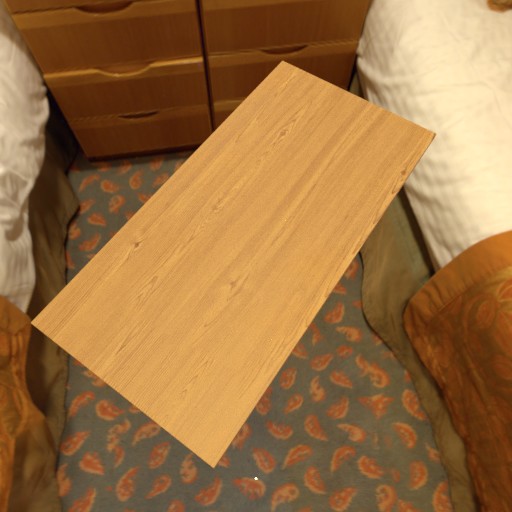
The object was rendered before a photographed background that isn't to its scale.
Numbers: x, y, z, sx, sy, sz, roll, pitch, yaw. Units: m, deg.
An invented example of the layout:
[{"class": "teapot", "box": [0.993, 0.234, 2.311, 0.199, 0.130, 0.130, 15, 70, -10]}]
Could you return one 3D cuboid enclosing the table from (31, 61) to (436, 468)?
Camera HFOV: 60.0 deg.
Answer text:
[{"class": "table", "box": [0.000, 0.000, 2.285, 0.901, 0.750, 1.797, 32, 68, 15]}]
